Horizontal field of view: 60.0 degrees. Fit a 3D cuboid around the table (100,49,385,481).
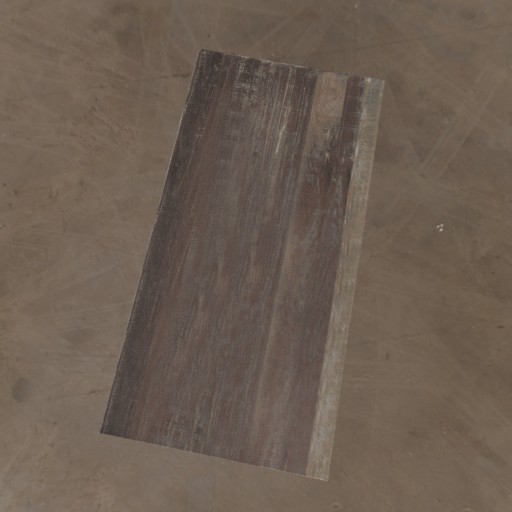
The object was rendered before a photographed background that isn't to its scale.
[{"bbox_3d":[0.000,0.000,1.357,0.554,0.373,1.088,11,77,3],"label":"table"}]
